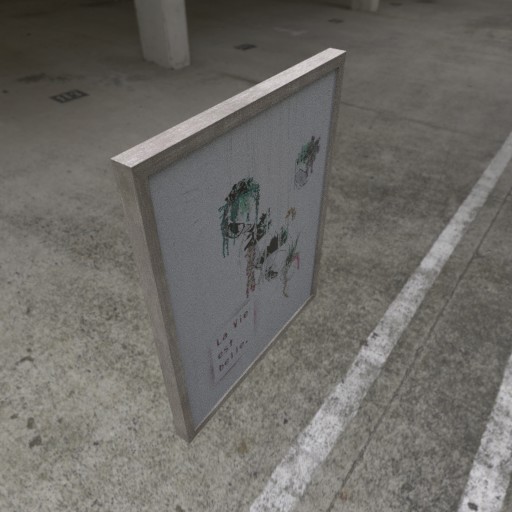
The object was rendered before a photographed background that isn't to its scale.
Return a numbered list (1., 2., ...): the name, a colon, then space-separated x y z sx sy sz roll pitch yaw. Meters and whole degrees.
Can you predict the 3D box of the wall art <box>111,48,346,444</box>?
1. wall art: 0.000 0.000 0.705 0.032 0.521 0.421 25 47 26
